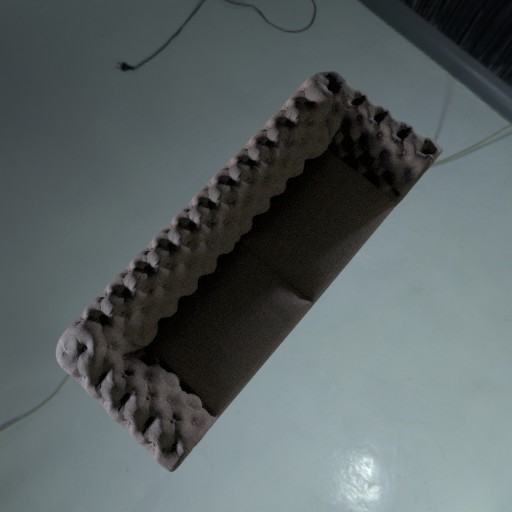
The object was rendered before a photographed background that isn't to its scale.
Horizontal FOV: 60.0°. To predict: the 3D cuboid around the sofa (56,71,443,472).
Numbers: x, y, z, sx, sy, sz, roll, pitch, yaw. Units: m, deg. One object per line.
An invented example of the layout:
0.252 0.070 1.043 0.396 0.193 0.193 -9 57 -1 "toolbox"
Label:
0.000 0.000 2.777 0.944 0.787 2.385 40 79 10 "sofa"
